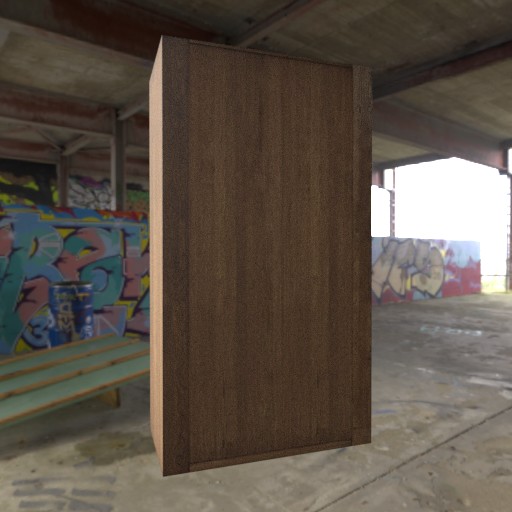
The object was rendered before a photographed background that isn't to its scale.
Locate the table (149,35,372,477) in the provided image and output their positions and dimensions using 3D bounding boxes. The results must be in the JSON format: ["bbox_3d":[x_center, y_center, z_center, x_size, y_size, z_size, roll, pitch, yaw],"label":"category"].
[{"bbox_3d":[0.000,0.000,2.465,1.100,2.000,0.600,0,1,-19],"label":"table"}]
